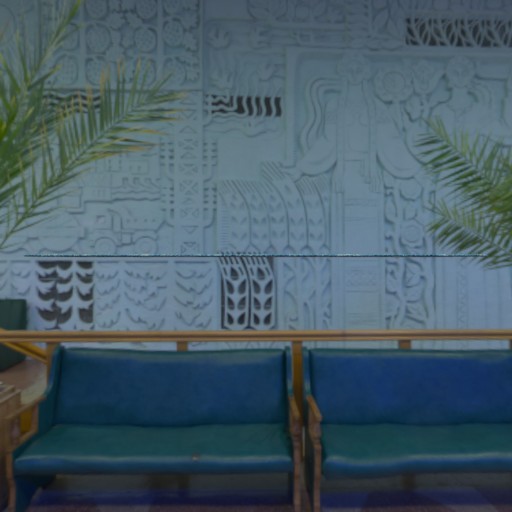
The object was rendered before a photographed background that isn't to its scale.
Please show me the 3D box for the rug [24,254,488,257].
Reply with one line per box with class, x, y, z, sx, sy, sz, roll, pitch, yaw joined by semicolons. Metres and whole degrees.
rug;0.000;0.000;2.693;2.435;0.011;0.750;0;0;0
